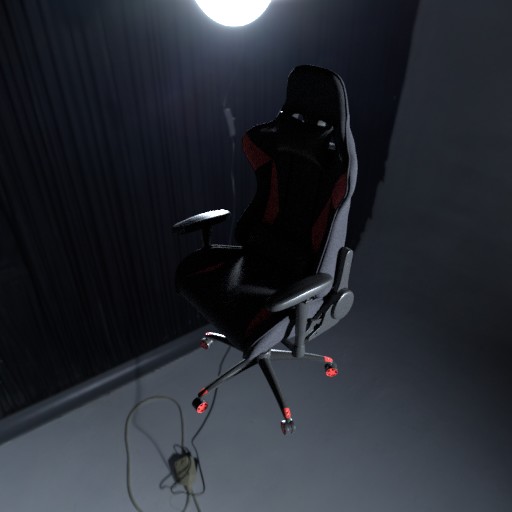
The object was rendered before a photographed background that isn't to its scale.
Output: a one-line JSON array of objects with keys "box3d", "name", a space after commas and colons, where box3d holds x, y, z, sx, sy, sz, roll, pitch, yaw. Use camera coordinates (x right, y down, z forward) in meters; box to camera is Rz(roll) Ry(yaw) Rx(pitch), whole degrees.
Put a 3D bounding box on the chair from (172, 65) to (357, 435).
[{"box3d": [0.000, 0.000, 1.721, 0.658, 1.326, 0.695, -22, 38, -31], "name": "chair"}]
